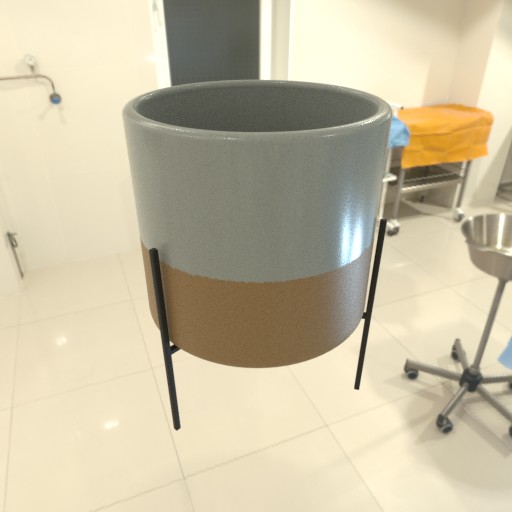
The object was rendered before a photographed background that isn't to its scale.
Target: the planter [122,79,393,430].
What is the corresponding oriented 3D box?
[{"bbox_3d":[0.000,0.000,0.705,0.348,0.480,0.360,-8,31,-13],"label":"planter"}]
